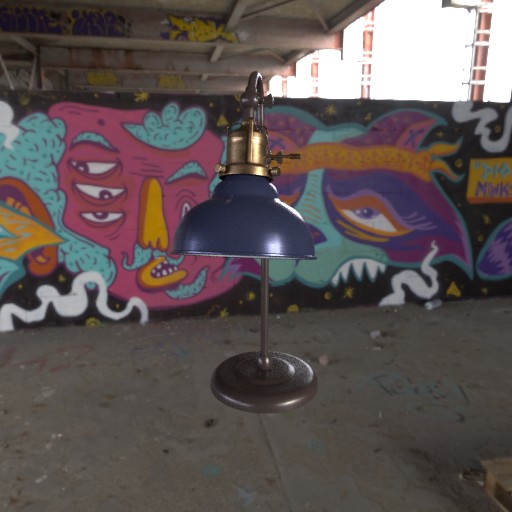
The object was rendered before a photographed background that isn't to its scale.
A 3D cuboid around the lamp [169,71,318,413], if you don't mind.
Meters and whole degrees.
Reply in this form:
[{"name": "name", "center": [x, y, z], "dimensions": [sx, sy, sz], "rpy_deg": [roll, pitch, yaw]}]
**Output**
[{"name": "lamp", "center": [0.000, 0.000, 0.651], "dimensions": [0.192, 0.508, 0.374], "rpy_deg": [2, 13, 9]}]
